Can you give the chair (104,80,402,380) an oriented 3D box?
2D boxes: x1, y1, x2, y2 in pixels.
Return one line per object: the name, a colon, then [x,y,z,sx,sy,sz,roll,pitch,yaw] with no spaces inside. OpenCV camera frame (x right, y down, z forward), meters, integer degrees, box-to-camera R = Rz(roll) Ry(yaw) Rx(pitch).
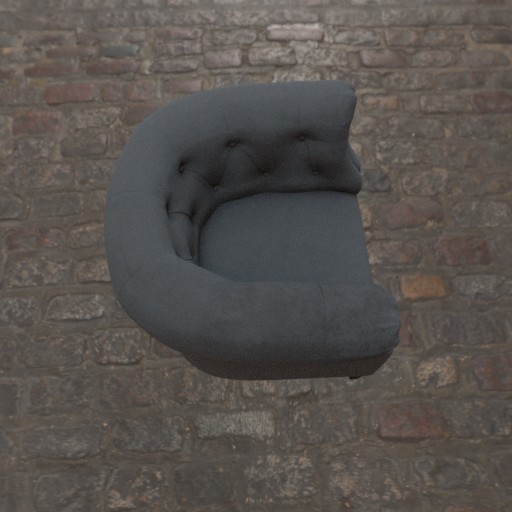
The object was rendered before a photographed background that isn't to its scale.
chair: [0.000,0.000,1.551,0.851,0.826,0.904,-2,63,-1]
